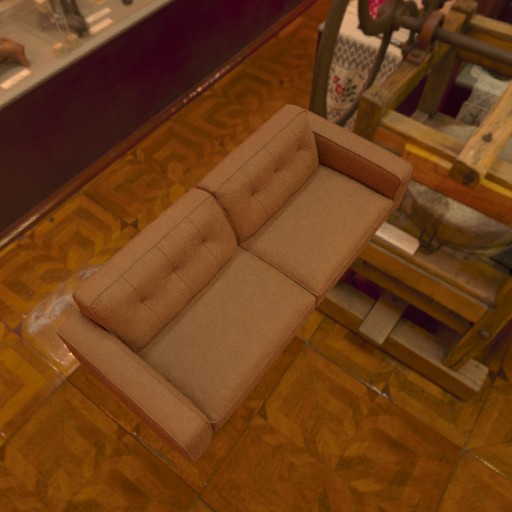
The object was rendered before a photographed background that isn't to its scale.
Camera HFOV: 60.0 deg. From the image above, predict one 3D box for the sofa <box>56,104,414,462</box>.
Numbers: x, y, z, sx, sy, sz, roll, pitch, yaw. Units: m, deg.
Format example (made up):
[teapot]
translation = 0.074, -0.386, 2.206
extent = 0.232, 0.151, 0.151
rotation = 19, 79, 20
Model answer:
[sofa]
translation = 0.000, 0.000, 2.778
extent = 0.953, 0.780, 2.270
rotation = 34, 64, 19
